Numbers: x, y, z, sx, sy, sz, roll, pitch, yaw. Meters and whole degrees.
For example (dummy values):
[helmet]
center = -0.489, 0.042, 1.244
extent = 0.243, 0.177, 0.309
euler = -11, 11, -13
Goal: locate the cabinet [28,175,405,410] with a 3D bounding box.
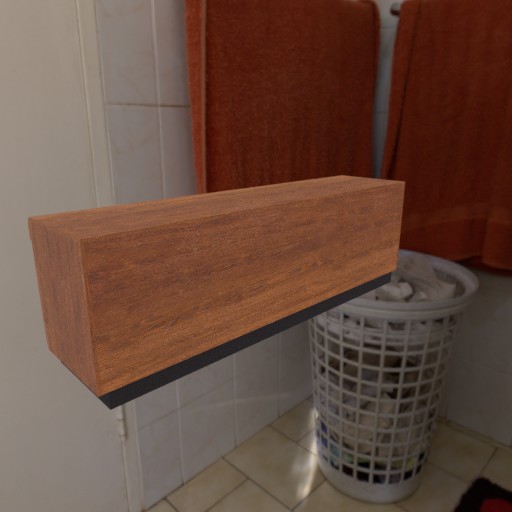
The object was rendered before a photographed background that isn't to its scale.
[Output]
[cabinet]
center = 0.000, 0.000, 1.837
extent = 1.600, 0.510, 0.419
euler = -15, 23, -41
